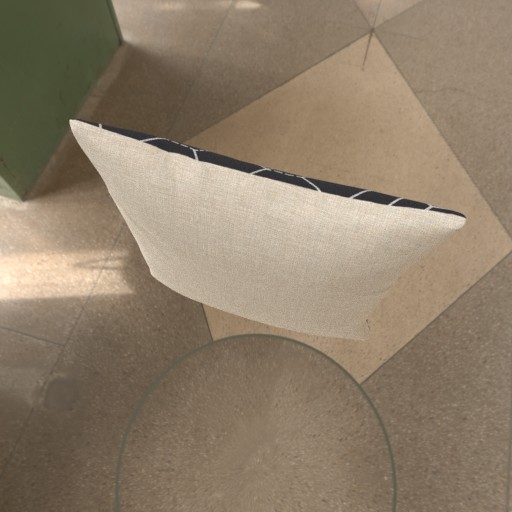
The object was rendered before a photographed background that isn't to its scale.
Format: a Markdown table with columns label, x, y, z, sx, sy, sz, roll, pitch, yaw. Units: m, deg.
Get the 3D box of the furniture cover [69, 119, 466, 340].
| label | x | y | z | sx | sy | sz | roll | pitch | yaw |
| --- | --- | --- | --- | --- | --- | --- | --- | --- | --- |
| furniture cover | 0.000 | 0.000 | 0.775 | 0.517 | 0.508 | 0.158 | 16 | 65 | 7 |
